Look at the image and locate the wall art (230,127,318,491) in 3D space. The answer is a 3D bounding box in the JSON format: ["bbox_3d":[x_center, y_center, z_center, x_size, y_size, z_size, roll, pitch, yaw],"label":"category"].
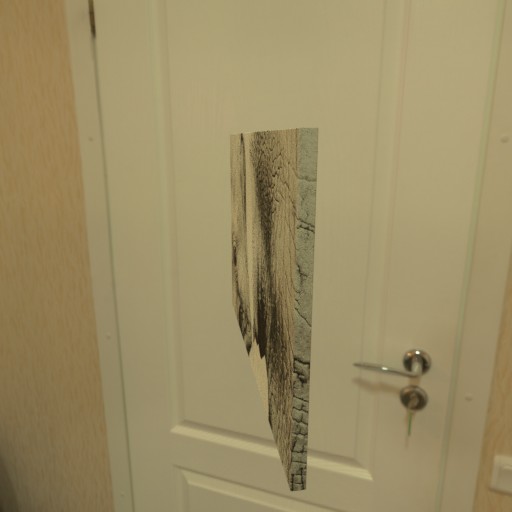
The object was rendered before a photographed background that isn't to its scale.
[{"bbox_3d":[0.000,0.000,1.411,0.035,0.758,1.141,-2,15,-9],"label":"wall art"}]
